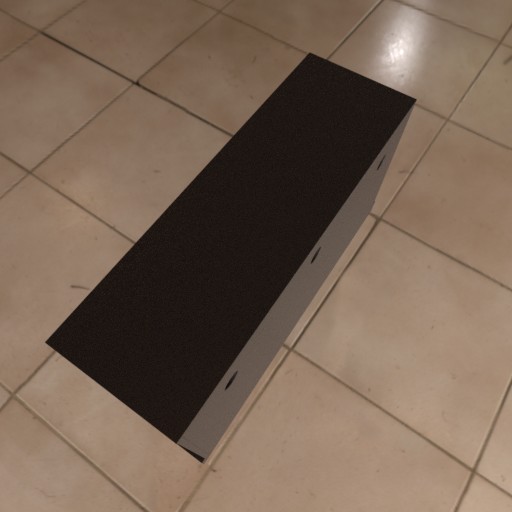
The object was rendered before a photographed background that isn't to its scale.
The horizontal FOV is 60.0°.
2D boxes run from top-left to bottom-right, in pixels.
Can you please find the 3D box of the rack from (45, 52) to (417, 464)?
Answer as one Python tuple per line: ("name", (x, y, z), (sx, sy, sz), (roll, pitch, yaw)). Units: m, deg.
("rack", (0.000, 0.000, 1.466), (0.399, 0.635, 1.206), (31, 67, 15))
